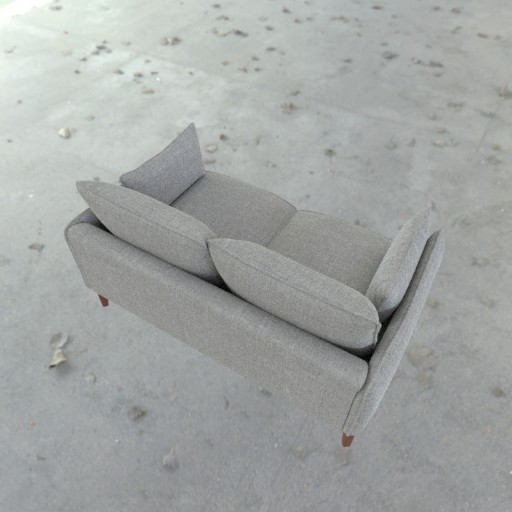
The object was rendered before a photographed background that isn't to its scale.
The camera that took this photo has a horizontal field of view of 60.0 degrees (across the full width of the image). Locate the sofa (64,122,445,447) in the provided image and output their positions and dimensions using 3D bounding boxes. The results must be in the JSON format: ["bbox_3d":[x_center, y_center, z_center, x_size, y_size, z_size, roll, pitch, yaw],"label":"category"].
[{"bbox_3d":[0.000,0.000,2.160,1.580,0.851,0.972,24,52,21],"label":"sofa"}]
